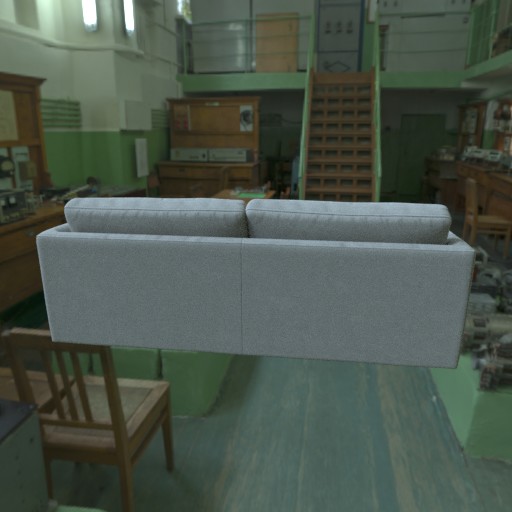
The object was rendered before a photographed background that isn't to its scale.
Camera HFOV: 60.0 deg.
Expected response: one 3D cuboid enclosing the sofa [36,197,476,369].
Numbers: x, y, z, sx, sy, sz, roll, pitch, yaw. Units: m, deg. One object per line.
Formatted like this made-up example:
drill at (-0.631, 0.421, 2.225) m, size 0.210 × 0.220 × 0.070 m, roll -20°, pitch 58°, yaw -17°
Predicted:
sofa at (0.000, 0.000, 2.788) m, size 2.588 × 0.838 × 1.090 m, roll 2°, pitch 17°, yaw 7°
